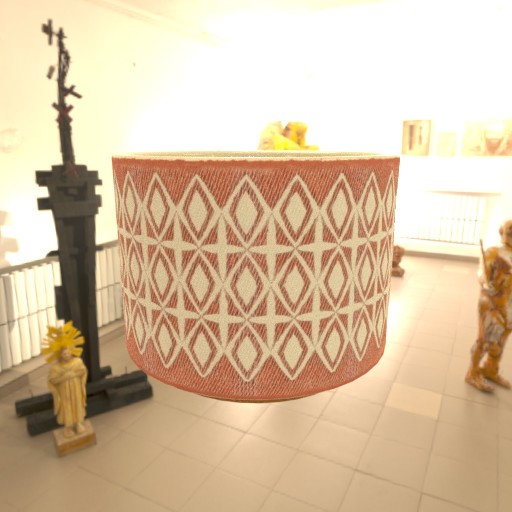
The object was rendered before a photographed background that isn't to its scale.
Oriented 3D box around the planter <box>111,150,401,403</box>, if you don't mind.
[{"bbox_3d":[0.000,0.000,0.326,0.192,0.148,0.192,0,14,0],"label":"planter"}]
